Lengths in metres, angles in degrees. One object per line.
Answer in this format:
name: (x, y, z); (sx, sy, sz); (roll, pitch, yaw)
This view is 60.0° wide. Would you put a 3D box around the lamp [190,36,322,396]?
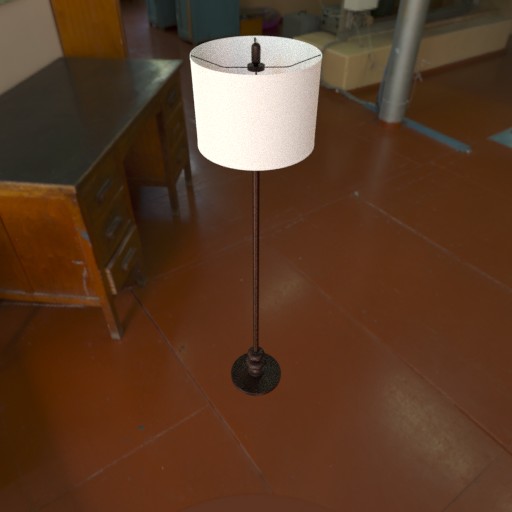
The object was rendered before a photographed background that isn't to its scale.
lamp: (0.000, 0.000, 1.661); (0.356, 1.487, 0.356); (-1, 40, -1)
